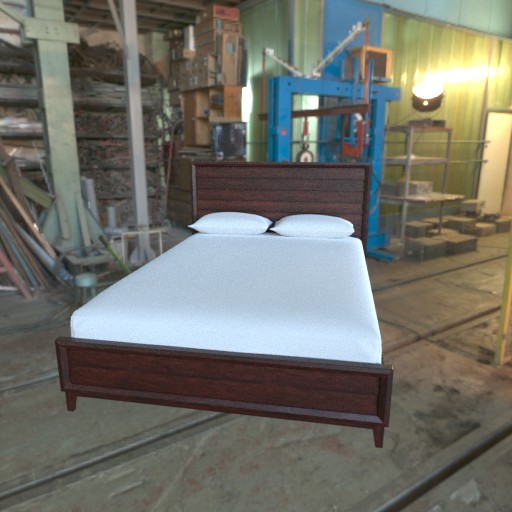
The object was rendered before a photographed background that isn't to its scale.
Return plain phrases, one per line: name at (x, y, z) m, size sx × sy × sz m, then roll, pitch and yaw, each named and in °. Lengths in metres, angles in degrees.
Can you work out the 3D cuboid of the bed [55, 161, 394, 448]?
bed at (0.000, 0.000, 3.857) m, size 2.040 × 1.492 × 2.803 m, roll 3°, pitch 15°, yaw 10°
